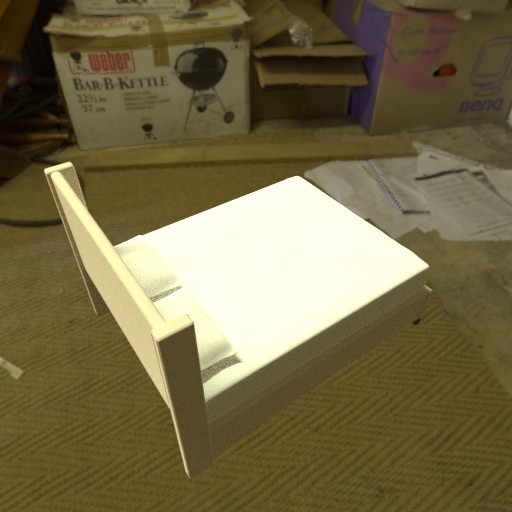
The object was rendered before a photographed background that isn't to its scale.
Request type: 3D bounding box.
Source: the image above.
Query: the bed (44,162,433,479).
[{"bbox_3d":[0.000,0.000,3.446,2.293,1.471,1.778,-25,47,-25],"label":"bed"}]
